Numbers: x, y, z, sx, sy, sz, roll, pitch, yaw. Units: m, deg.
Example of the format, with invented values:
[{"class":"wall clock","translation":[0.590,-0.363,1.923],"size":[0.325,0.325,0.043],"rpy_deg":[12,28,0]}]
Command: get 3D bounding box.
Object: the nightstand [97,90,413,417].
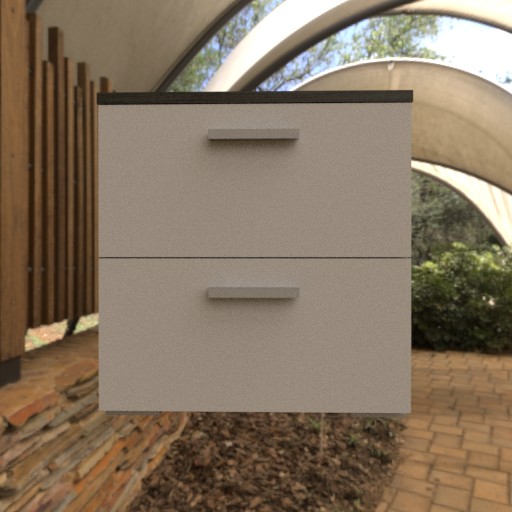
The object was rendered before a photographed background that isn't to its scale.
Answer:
[{"class":"nightstand","translation":[0.000,0.000,0.764],"size":[0.441,0.460,0.325],"rpy_deg":[0,0,1]}]
